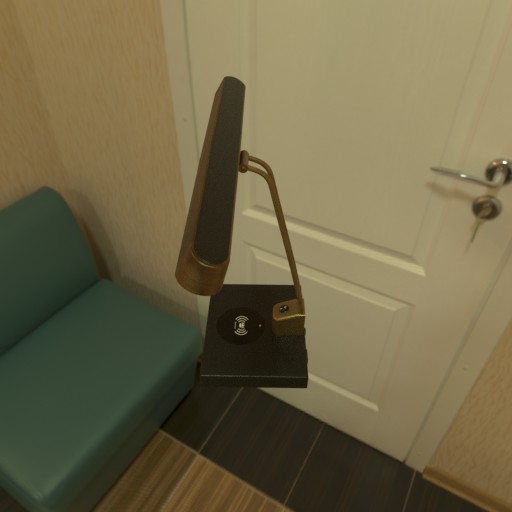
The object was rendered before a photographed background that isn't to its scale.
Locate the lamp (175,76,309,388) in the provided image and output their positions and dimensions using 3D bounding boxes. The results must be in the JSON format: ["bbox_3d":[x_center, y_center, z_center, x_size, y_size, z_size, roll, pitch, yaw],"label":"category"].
[{"bbox_3d":[0.000,0.000,0.600,0.156,0.345,0.412,1,41,1],"label":"lamp"}]
